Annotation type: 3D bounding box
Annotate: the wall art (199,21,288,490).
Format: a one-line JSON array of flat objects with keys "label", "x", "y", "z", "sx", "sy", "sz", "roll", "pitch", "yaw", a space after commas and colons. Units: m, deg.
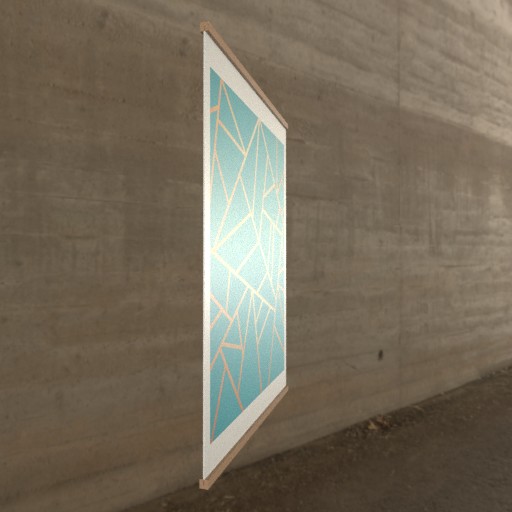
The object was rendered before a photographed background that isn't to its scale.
[{"label": "wall art", "x": 0.000, "y": 0.000, "z": 0.796, "sx": 0.012, "sy": 0.608, "sz": 0.459, "roll": 0, "pitch": -1, "yaw": 17}]
